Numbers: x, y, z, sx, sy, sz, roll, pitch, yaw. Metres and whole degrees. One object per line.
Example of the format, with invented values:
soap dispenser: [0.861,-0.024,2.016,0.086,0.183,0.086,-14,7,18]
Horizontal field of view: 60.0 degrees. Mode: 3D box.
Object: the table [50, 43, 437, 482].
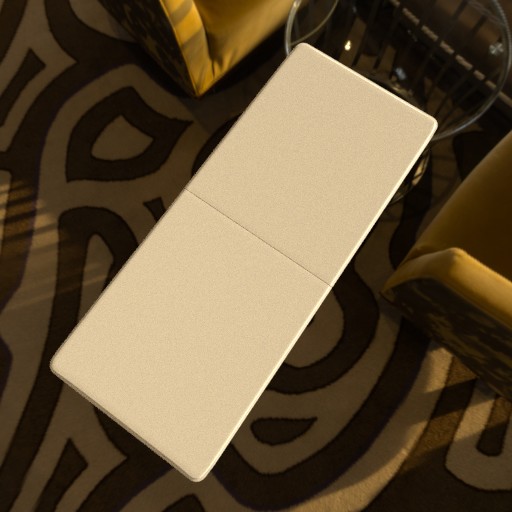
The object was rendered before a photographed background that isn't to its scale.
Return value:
table: [0.000,0.000,2.217,0.761,0.719,1.829,34,79,8]
